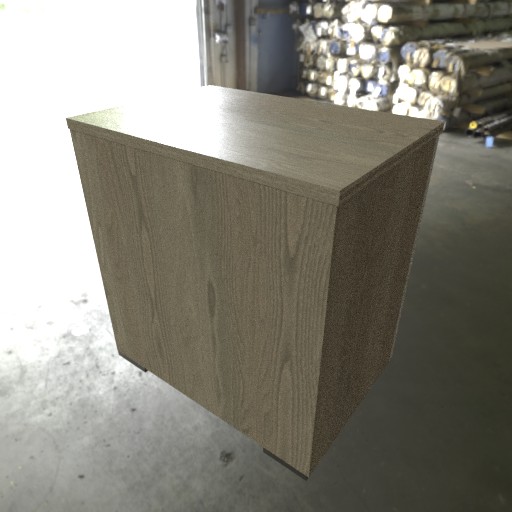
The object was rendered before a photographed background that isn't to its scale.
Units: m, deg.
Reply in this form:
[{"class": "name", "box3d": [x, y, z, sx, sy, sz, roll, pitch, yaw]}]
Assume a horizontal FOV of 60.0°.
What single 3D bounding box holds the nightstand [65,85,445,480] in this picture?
[{"class": "nightstand", "box3d": [0.000, 0.000, 0.754, 0.442, 0.461, 0.325, 22, 37, 31]}]
